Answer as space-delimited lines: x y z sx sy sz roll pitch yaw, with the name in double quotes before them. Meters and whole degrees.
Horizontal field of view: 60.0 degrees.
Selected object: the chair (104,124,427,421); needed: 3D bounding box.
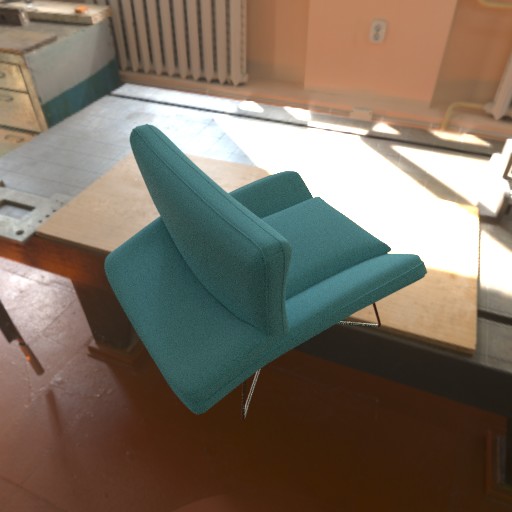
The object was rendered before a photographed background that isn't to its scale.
"chair" 0.000 0.000 1.685 1.008 0.855 0.859 -23 46 -25
